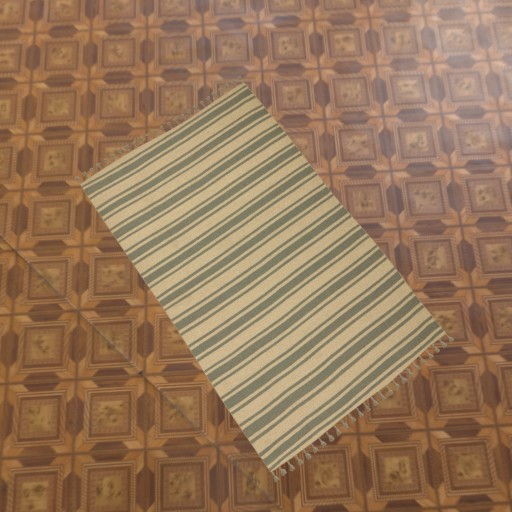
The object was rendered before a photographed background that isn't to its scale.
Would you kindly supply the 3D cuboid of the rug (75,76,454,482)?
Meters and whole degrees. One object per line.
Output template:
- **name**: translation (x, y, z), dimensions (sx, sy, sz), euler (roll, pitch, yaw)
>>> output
- **rug**: translation (0.000, 0.000, 2.552), dimensions (1.222, 0.009, 2.084), euler (-35, 78, -8)
